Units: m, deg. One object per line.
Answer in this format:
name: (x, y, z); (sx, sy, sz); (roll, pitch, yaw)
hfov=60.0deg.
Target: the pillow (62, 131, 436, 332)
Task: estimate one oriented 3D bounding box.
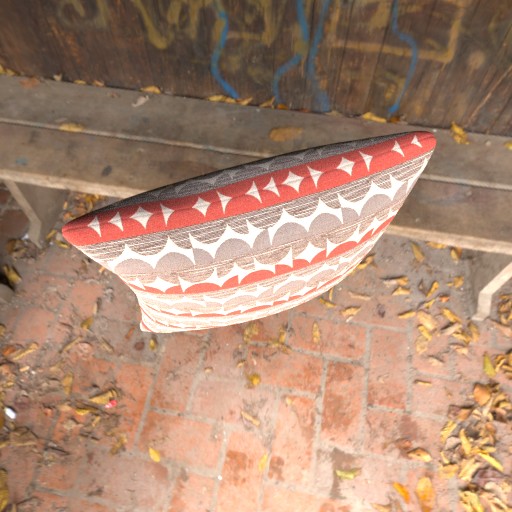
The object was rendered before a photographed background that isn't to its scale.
pillow: (0.000, 0.000, 0.648); (0.420, 0.410, 0.180); (-16, 61, -9)
